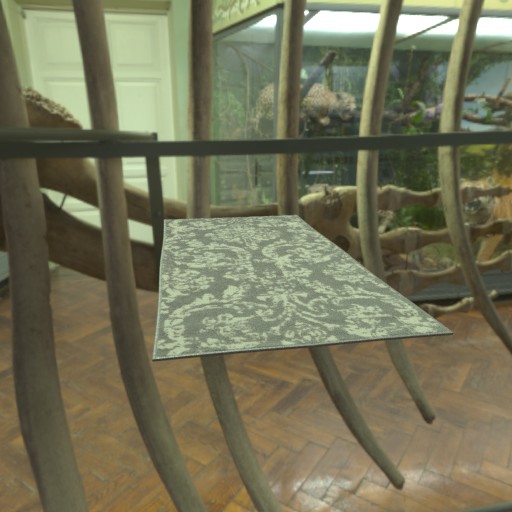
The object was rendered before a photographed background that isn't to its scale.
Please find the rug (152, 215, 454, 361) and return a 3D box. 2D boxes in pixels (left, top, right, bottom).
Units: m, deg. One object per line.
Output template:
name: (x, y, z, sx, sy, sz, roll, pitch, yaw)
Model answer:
rug: (0.000, 0.000, 1.428, 0.604, 0.007, 1.219, -3, 17, -10)
